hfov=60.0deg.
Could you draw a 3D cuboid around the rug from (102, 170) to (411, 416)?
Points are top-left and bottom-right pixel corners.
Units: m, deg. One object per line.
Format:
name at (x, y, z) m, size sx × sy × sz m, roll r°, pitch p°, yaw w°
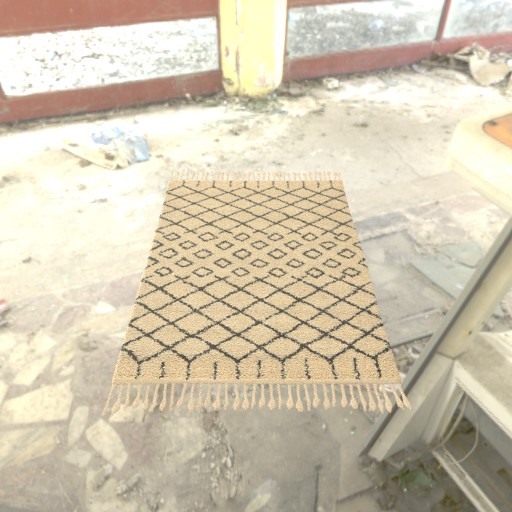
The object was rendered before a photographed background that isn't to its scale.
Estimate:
rug at (0.000, 0.000, 3.346) m, size 1.664 × 0.029 × 2.615 m, roll 0°, pitch 40°, yaw 0°
